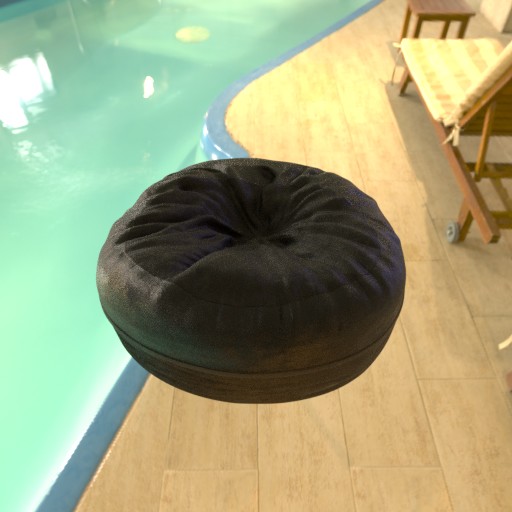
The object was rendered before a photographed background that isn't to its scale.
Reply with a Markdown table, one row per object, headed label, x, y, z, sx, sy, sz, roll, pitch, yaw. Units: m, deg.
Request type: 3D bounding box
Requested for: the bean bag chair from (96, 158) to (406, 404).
| label | x | y | z | sx | sy | sz | roll | pitch | yaw |
| --- | --- | --- | --- | --- | --- | --- | --- | --- | --- |
| bean bag chair | 0.000 | 0.000 | 2.422 | 1.524 | 0.878 | 1.524 | 4 | 47 | 4 |
